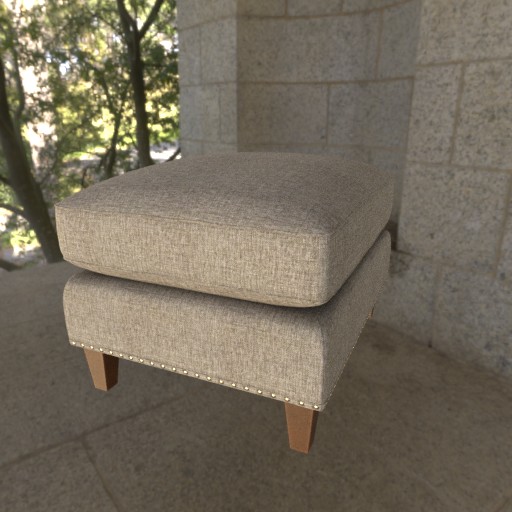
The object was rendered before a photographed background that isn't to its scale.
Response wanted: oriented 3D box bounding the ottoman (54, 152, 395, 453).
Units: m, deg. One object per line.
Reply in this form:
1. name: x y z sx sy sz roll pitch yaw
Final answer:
1. ottoman: 0.000 0.000 1.138 0.584 0.513 0.741 8 19 23
